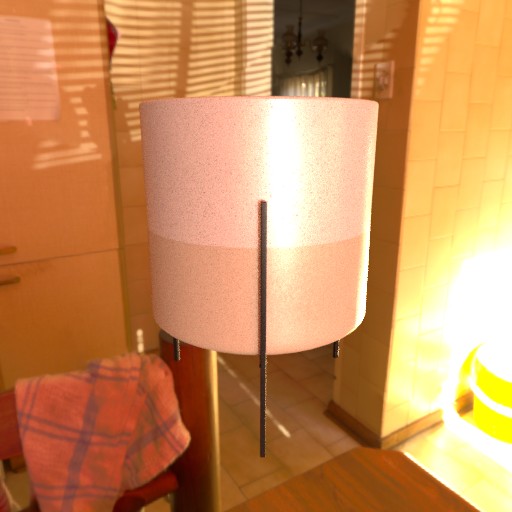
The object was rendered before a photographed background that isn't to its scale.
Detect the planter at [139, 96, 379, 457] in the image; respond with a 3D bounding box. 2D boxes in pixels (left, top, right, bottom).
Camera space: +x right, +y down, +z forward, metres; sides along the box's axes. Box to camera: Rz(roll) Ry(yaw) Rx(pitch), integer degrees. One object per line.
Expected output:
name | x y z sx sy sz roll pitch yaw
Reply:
planter | 0.000 0.000 0.745 0.368 0.484 0.359 8 18 27
